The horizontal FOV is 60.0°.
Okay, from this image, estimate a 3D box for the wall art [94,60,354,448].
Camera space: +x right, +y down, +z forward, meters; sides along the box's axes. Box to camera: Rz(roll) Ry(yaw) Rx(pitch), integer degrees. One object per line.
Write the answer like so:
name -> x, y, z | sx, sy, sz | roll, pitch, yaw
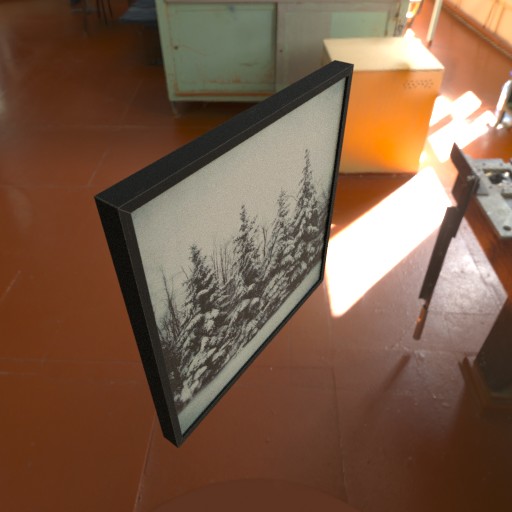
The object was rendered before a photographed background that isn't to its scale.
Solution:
wall art -> 0.000, 0.000, 0.757 | 0.036, 0.506, 0.506 | 26, 48, 26
